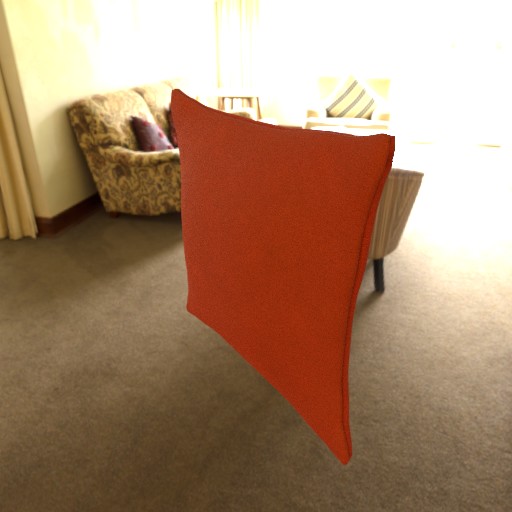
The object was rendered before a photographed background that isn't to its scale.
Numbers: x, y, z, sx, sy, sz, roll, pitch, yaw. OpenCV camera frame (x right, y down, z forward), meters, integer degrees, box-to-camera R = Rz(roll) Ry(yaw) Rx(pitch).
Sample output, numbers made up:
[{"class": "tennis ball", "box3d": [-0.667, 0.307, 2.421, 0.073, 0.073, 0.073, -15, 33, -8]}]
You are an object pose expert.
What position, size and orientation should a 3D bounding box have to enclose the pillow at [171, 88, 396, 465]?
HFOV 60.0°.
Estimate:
[{"class": "pillow", "box3d": [0.000, 0.000, 0.634, 0.151, 0.416, 0.435, -18, 32, -31]}]
